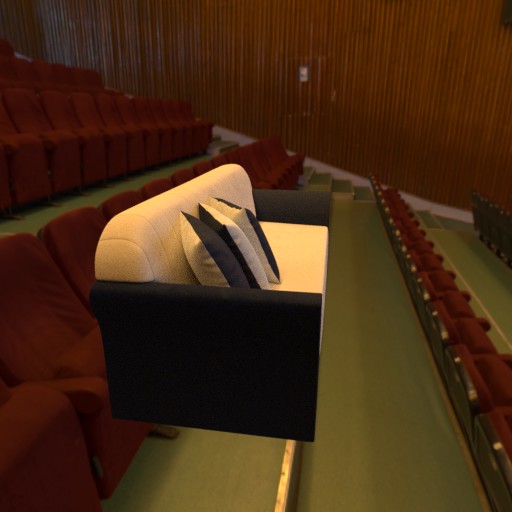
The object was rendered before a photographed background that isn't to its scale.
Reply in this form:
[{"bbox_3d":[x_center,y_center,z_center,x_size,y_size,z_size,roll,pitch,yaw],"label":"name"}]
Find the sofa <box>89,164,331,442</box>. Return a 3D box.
[{"bbox_3d":[0.000,0.000,2.357,0.749,0.789,2.006,3,18,9],"label":"sofa"}]
